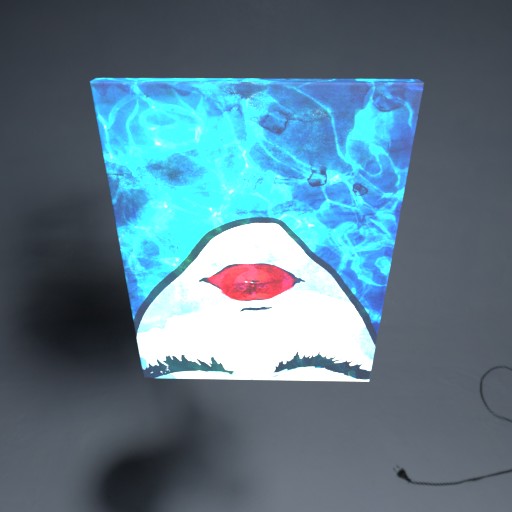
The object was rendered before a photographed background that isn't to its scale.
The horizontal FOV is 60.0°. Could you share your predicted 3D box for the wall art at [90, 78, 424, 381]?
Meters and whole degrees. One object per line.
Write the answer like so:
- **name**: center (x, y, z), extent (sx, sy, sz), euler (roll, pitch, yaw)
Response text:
- **wall art**: center (0.000, 0.000, 1.018), extent (0.609, 0.760, 0.038), euler (1, 31, 1)
